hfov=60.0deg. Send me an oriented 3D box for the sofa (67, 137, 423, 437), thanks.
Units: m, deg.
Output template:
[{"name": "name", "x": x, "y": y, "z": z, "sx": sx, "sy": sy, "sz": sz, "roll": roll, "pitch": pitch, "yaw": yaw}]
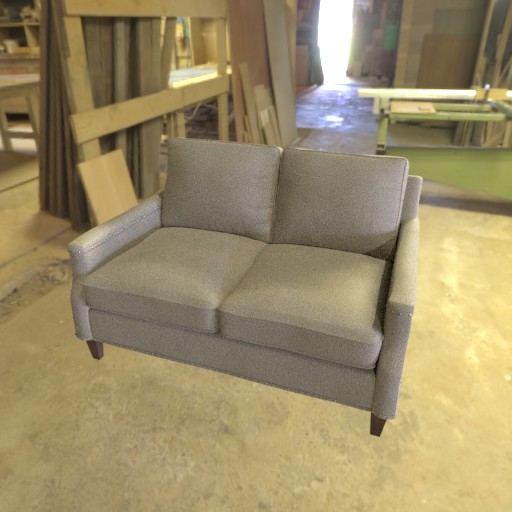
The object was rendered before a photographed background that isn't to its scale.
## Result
[{"name": "sofa", "x": 0.000, "y": 0.000, "z": 2.303, "sx": 1.597, "sy": 1.003, "sz": 1.084, "roll": 9, "pitch": 28, "yaw": 18}]
